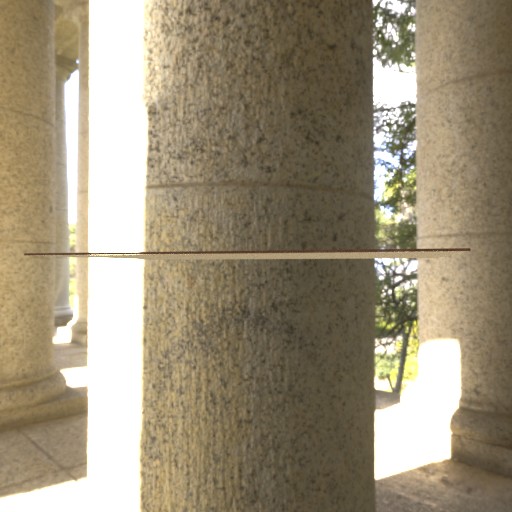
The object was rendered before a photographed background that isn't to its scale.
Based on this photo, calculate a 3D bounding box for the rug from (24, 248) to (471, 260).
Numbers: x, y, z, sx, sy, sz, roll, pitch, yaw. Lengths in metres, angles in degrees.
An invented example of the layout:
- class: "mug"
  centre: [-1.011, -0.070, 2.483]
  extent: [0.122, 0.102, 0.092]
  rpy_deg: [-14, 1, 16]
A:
- class: "rug"
  centre: [0.000, 0.000, 3.022]
  extent: [2.438, 0.014, 1.524]
  rpy_deg: [0, -2, 17]
